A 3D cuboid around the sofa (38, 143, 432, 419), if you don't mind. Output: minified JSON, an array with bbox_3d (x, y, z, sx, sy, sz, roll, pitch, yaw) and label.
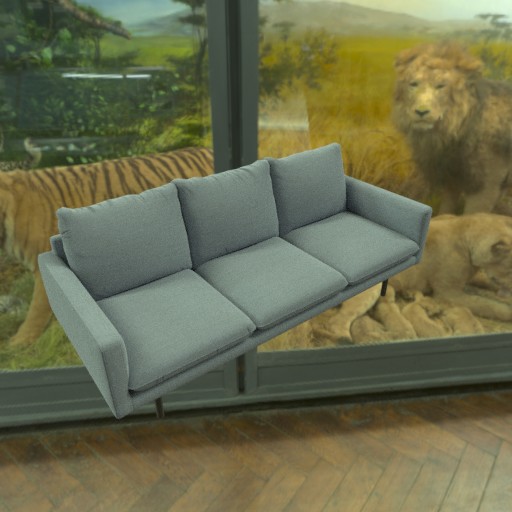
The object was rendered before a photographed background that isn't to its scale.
[{"bbox_3d":[0.000,0.000,2.423,2.000,0.830,0.850,-21,36,-31],"label":"sofa"}]
